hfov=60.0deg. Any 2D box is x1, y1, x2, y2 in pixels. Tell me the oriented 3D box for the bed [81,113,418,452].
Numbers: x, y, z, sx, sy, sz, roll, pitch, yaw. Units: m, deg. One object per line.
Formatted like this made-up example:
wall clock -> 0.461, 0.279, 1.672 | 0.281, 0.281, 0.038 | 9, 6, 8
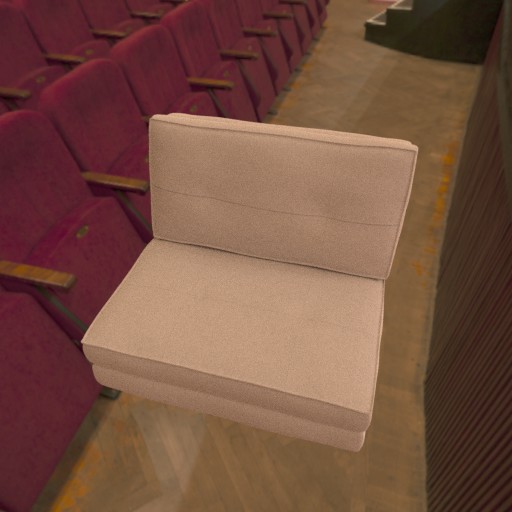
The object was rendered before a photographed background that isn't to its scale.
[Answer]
bed -> 0.000, 0.000, 1.305 | 0.799, 0.614, 0.749 | 10, 42, 12
